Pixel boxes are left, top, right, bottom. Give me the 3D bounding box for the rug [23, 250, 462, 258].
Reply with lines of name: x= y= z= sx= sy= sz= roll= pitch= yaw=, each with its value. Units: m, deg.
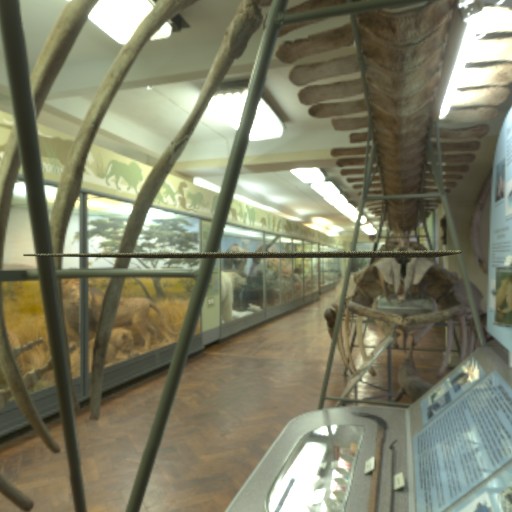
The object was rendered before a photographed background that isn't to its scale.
rug: x=0.000 y=0.000 z=2.313 sx=1.824 sy=0.010 sz=1.240 roll=0 pitch=-1 yaw=19
